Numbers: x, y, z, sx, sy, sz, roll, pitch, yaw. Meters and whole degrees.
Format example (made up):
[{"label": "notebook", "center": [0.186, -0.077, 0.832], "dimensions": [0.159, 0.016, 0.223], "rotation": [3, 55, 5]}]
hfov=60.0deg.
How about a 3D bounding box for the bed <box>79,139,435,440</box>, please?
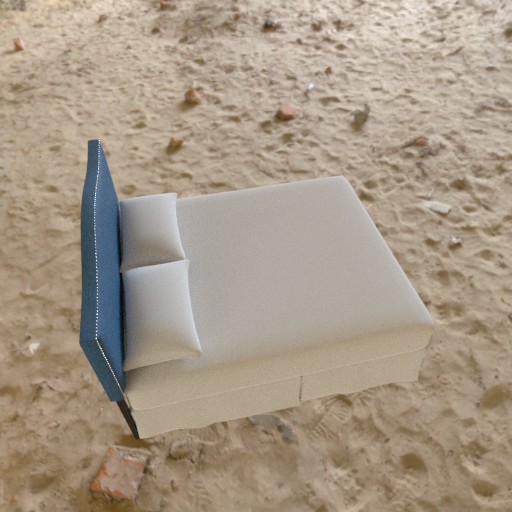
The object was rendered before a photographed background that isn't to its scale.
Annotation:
[{"label": "bed", "center": [0.000, 0.000, 2.873], "dimensions": [1.872, 1.169, 1.610], "rotation": [-10, 48, -9]}]
